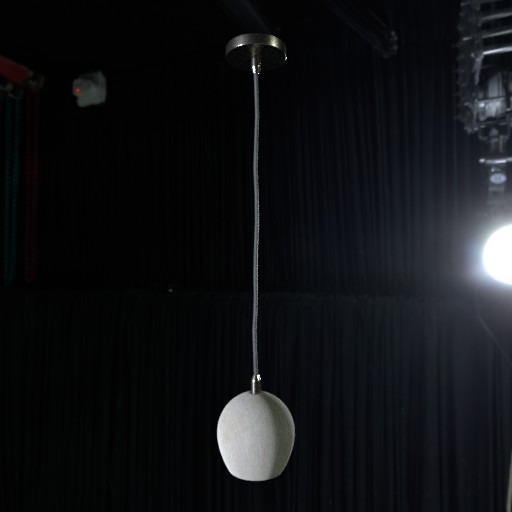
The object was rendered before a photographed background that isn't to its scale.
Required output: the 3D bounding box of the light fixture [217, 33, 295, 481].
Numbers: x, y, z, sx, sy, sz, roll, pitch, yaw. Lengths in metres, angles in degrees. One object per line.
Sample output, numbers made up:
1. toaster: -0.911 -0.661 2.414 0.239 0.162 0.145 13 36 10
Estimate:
1. light fixture: 0.000 0.000 0.808 0.139 0.764 0.139 0 -1 18
